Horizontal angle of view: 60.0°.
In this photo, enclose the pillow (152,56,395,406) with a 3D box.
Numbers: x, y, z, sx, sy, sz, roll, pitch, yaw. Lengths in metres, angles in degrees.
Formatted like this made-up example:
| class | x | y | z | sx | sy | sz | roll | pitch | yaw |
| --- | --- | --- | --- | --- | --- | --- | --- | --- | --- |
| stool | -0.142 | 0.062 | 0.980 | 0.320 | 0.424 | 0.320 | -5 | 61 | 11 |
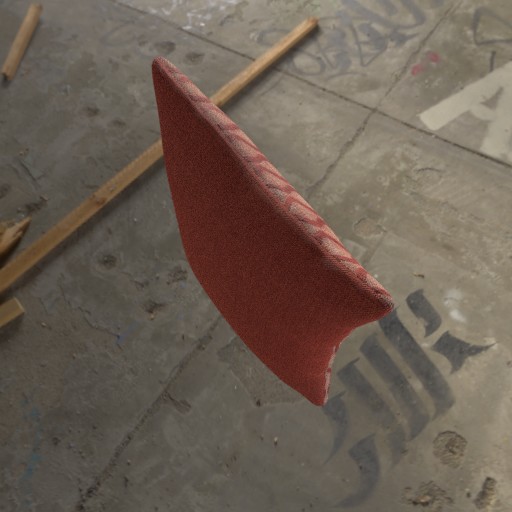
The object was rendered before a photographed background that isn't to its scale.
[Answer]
| class | x | y | z | sx | sy | sz | roll | pitch | yaw |
| --- | --- | --- | --- | --- | --- | --- | --- | --- | --- |
| pillow | 0.000 | 0.000 | 0.663 | 0.159 | 0.434 | 0.429 | -33 | 65 | -18 |
